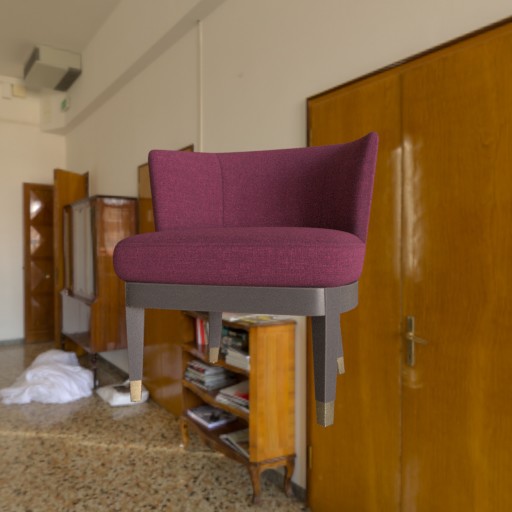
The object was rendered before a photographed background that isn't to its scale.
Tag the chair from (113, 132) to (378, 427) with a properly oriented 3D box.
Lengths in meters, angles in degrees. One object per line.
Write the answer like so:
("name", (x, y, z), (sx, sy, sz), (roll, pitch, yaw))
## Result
("chair", (0.000, 0.000, 1.316), (0.700, 0.760, 0.660), (0, 1, 19))
